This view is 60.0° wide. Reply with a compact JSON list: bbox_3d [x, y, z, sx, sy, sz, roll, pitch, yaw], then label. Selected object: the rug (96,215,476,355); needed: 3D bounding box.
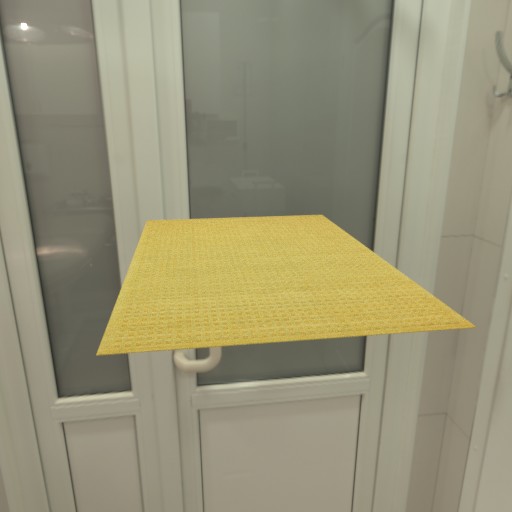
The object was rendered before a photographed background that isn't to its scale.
[{"bbox_3d":[0.000,0.000,3.628,1.981,0.006,2.895,-3,18,-8],"label":"rug"}]
